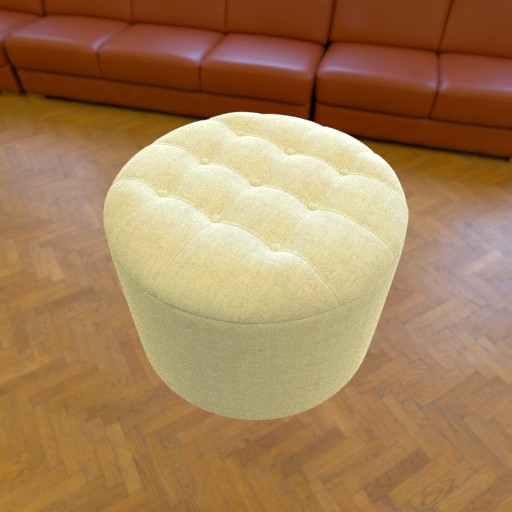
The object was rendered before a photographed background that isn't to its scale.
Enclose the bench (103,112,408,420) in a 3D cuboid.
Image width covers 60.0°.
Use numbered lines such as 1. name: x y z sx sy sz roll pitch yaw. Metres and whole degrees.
1. bench: 0.000 0.000 1.017 0.600 0.453 0.600 0 47 0
